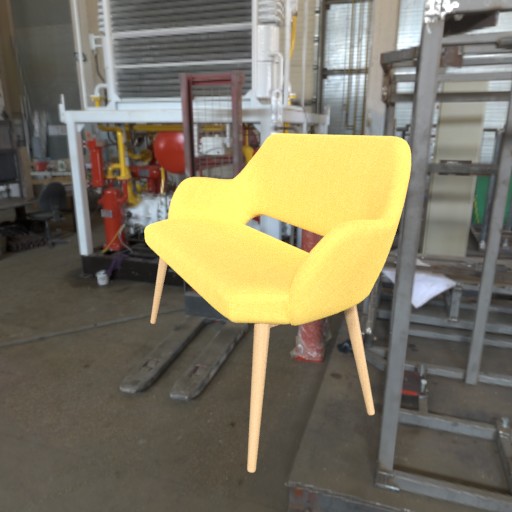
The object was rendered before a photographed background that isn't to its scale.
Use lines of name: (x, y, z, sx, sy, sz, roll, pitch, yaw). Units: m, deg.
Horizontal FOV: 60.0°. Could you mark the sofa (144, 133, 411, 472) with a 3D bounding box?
sofa: (0.000, 0.000, 1.596, 0.610, 0.840, 1.150, -8, 18, -26)
